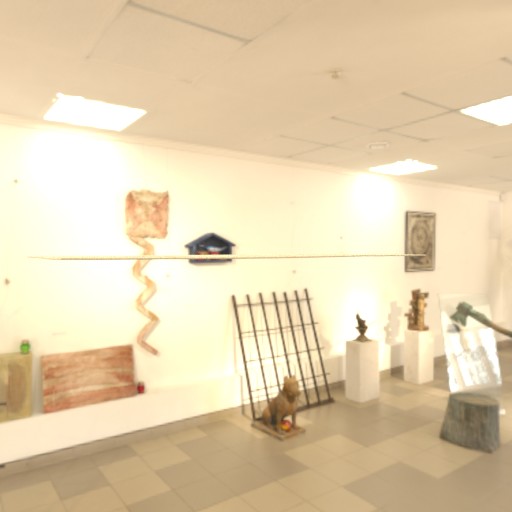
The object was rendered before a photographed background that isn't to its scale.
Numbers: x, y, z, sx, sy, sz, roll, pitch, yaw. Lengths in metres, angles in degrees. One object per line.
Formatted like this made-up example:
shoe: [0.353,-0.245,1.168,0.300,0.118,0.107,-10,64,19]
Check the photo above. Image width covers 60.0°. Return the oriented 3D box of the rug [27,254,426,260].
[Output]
rug: [0.000,0.000,2.753,2.442,0.016,0.770,-1,1,-36]
